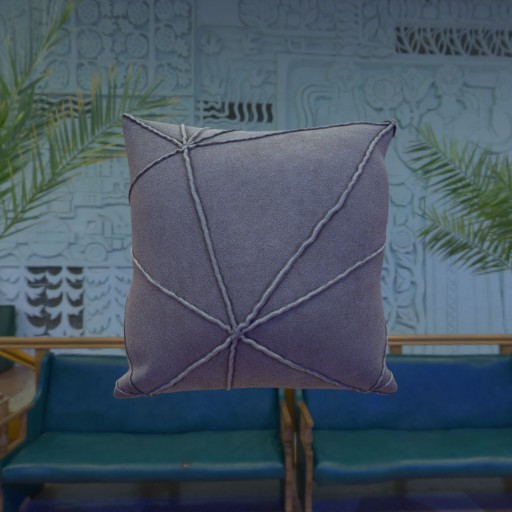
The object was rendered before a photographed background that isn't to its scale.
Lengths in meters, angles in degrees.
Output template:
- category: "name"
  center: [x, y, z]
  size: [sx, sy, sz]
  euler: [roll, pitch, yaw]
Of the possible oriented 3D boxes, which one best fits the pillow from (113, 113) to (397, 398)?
- category: "pillow"
  center: [0.000, 0.000, 0.682]
  size: [0.439, 0.440, 0.185]
  euler: [0, -1, -1]
